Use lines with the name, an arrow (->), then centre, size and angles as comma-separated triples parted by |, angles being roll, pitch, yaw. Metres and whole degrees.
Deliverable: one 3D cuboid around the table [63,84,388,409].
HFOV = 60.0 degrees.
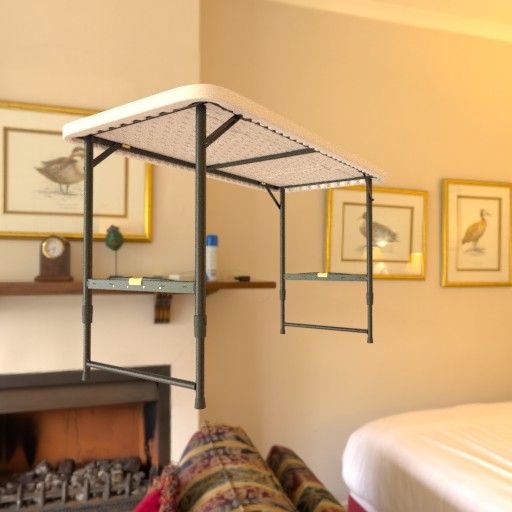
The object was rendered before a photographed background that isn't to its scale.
table -> 0.000, 0.000, 1.613 | 0.610, 0.737, 1.219 | -1, -2, 35
